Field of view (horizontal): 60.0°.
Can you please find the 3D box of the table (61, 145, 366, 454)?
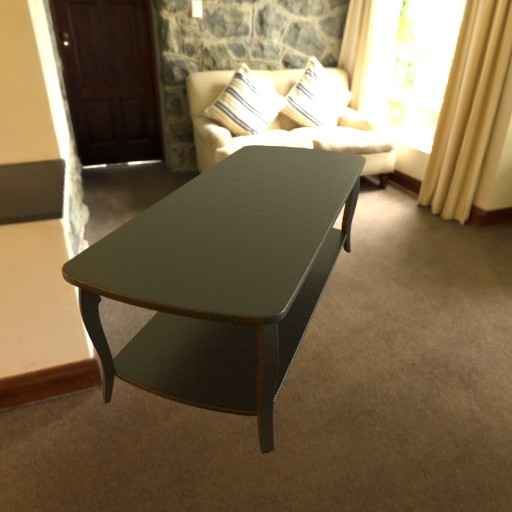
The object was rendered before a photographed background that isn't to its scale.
[{"bbox_3d":[0.000,0.000,1.600,0.571,0.457,1.333,10,30,18],"label":"table"}]
